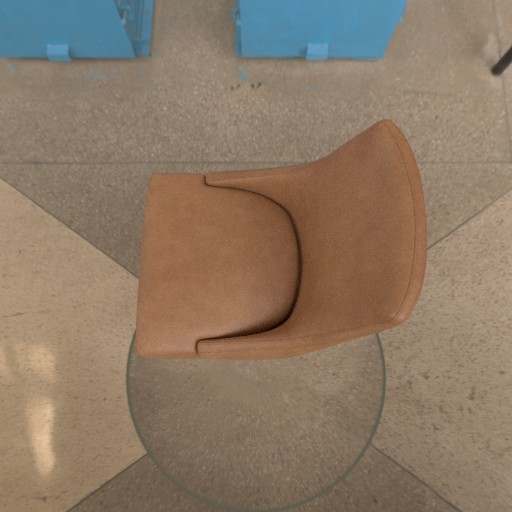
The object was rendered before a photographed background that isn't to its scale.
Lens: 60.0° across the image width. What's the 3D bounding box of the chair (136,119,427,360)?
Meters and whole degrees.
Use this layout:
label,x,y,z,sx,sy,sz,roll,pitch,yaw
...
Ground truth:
label,x,y,z,sx,sy,sz,roll,pitch,yaw
chair,0.000,0.000,1.541,0.861,0.909,0.701,1,76,0
